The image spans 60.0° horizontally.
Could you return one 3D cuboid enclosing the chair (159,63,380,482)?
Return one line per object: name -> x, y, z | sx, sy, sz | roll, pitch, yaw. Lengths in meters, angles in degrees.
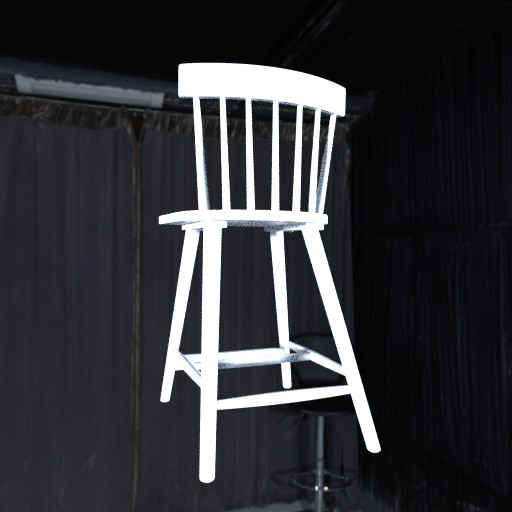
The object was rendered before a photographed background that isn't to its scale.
chair -> 0.000, 0.000, 1.265 | 0.483, 0.952, 0.572 | 0, 0, -20
